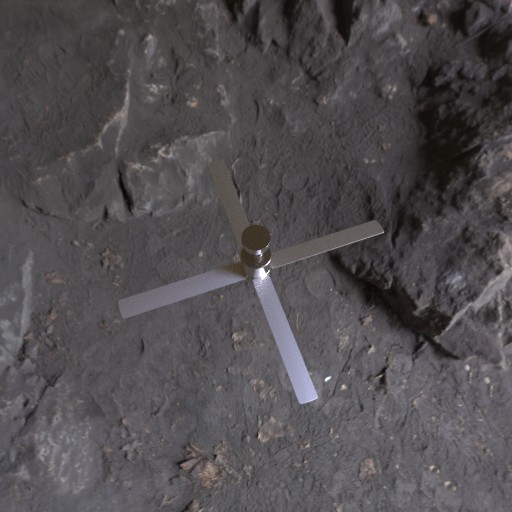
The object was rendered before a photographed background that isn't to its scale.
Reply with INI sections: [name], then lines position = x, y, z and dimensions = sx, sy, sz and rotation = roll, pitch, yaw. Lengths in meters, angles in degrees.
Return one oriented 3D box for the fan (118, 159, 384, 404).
[fan]
position = 0.000, 0.000, 2.021
dimensions = 1.322, 0.355, 1.322
rotation = -18, 65, -8
